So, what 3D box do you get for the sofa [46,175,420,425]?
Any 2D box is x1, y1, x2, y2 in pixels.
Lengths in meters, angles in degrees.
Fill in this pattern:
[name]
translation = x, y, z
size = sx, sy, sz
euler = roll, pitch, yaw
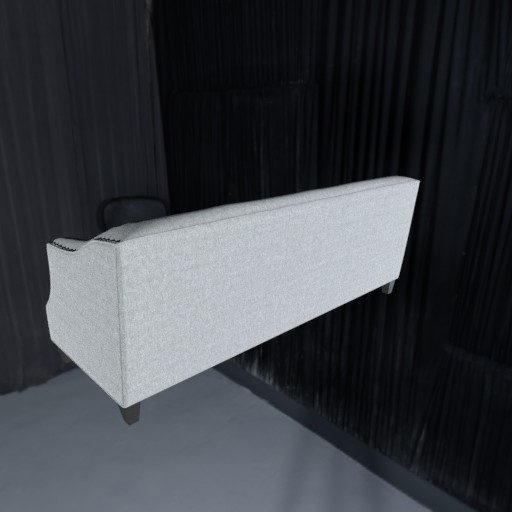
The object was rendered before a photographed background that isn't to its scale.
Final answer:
[sofa]
translation = 0.000, 0.000, 2.721
size = 2.235, 0.901, 0.914
euler = -16, 24, -41
